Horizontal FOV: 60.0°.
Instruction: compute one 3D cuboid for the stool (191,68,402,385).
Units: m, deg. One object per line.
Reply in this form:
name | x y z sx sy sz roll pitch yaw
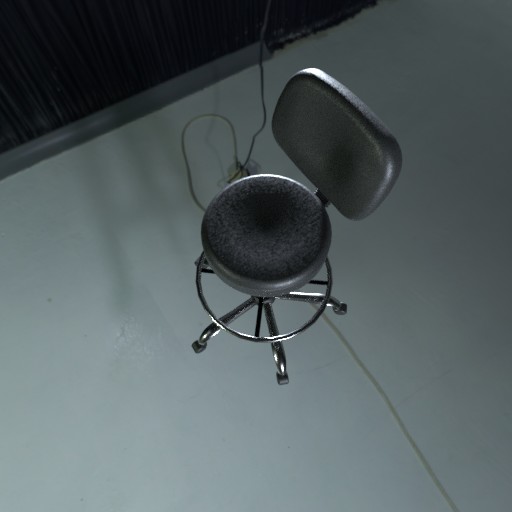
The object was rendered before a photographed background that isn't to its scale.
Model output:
stool | 0.000 0.000 1.496 0.658 1.069 0.694 -34 69 -15
